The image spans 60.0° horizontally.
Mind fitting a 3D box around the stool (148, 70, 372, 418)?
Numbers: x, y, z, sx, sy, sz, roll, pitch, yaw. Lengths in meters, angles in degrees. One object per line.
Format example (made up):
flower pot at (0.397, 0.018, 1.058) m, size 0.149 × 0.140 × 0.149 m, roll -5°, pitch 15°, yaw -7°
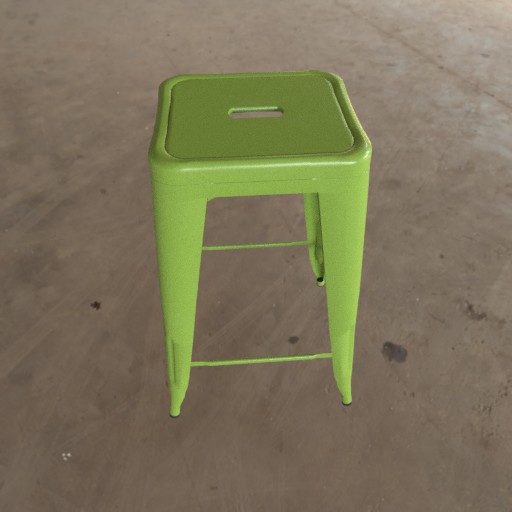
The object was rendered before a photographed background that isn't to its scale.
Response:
stool at (0.000, 0.000, 0.854) m, size 0.398 × 0.609 × 0.358 m, roll -3°, pitch 47°, yaw -3°
